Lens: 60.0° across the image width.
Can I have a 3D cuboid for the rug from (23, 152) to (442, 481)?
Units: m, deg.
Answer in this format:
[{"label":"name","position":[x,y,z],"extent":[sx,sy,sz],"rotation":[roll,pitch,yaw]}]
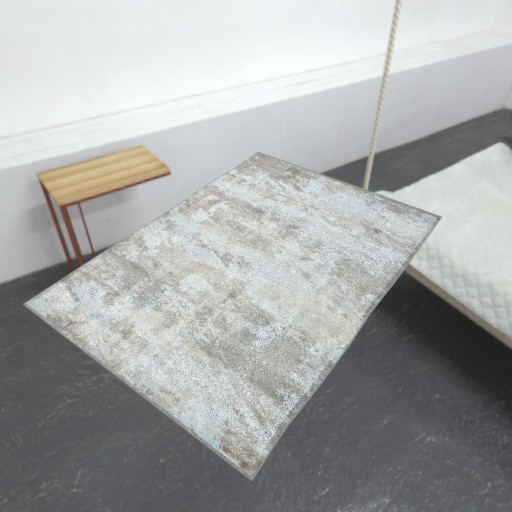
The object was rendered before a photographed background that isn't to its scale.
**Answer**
[{"label":"rug","position":[0.000,0.000,4.161],"extent":[2.393,0.013,3.307],"rotation":[26,47,27]}]
